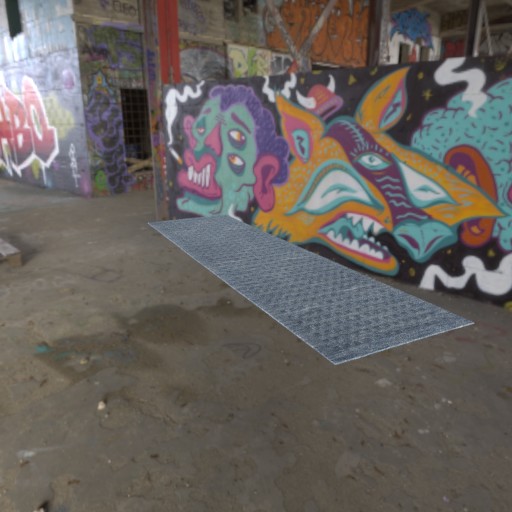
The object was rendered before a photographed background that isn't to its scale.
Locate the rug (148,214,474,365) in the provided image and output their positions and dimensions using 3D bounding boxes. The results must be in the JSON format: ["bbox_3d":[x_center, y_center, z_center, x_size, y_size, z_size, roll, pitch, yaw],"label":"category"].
[{"bbox_3d":[0.000,0.000,2.647,0.688,0.008,2.443,-8,19,-26],"label":"rug"}]
